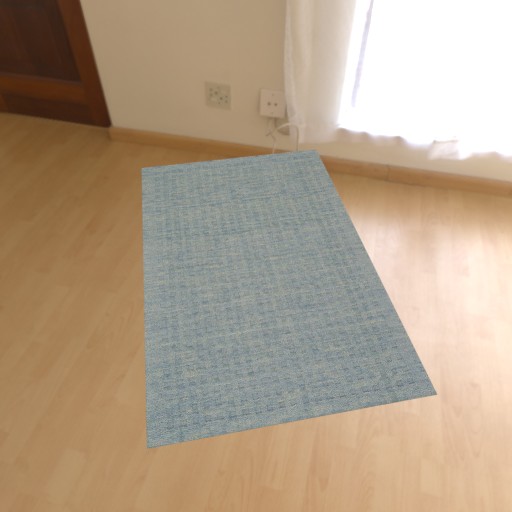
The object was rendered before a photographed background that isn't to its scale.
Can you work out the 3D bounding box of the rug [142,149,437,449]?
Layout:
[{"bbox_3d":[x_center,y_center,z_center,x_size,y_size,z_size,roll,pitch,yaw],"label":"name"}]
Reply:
[{"bbox_3d":[0.000,0.000,2.284,1.142,0.006,1.752,-8,47,-7],"label":"rug"}]
